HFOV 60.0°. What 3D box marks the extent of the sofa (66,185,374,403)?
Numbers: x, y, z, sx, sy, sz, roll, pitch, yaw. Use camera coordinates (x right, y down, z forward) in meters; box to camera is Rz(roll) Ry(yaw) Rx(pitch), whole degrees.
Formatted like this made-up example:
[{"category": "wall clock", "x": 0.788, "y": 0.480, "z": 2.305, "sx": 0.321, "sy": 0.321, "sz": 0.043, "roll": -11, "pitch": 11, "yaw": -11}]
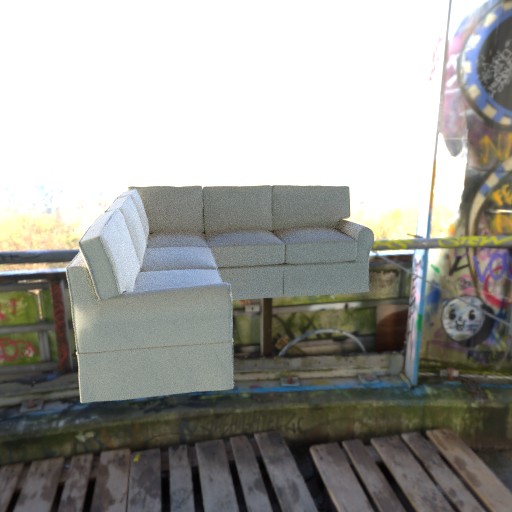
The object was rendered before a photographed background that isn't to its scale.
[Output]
[{"category": "sofa", "x": 0.000, "y": 0.000, "z": 3.933, "sx": 2.597, "sy": 1.070, "sz": 2.591, "roll": -3, "pitch": 15, "yaw": -10}]
